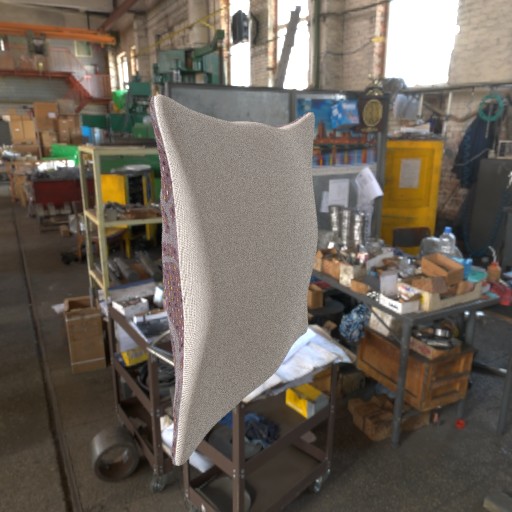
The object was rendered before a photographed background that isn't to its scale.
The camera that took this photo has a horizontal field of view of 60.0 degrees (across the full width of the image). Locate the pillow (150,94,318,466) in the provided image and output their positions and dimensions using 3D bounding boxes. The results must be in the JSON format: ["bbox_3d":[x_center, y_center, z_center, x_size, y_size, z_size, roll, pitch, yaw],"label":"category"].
[{"bbox_3d":[0.000,0.000,0.795,0.163,0.513,0.514,8,18,26],"label":"pillow"}]
